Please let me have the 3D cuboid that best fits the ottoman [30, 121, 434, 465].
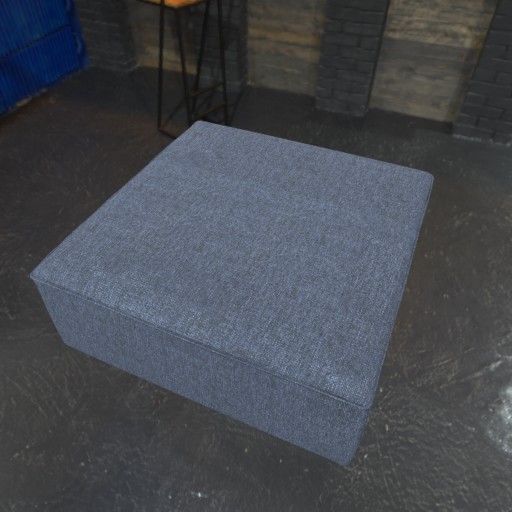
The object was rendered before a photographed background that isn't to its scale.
[{"bbox_3d":[0.000,0.000,1.567,1.023,0.423,1.017,18,48,17],"label":"ottoman"}]
